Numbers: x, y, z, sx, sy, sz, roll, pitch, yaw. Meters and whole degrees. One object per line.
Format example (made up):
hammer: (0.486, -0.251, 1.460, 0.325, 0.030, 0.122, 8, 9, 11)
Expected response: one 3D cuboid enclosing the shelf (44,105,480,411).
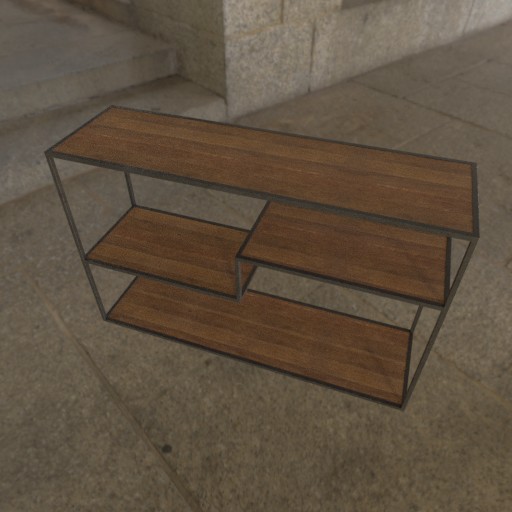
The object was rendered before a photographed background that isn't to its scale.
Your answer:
shelf: (0.000, 0.000, 1.533, 1.201, 0.765, 0.361, 13, 43, 14)
